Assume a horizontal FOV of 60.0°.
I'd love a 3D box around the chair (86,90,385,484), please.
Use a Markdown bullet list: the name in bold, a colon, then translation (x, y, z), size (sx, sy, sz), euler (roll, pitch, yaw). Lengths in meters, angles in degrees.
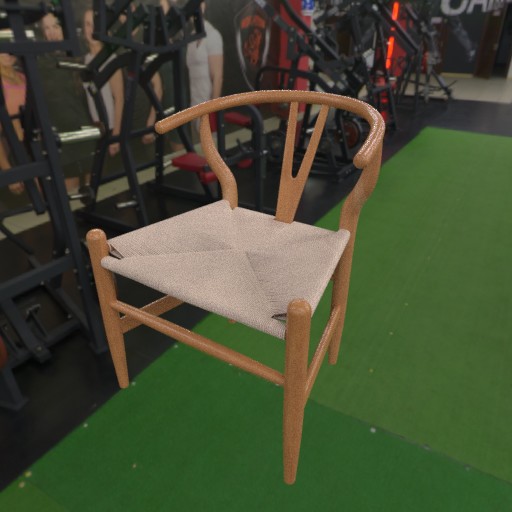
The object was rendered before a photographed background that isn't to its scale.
- **chair**: translation (0.000, 0.000, 1.133), size (0.569, 0.730, 0.579), euler (17, 33, 29)
